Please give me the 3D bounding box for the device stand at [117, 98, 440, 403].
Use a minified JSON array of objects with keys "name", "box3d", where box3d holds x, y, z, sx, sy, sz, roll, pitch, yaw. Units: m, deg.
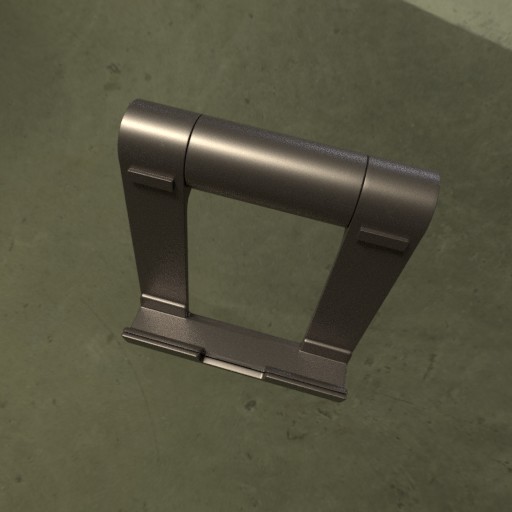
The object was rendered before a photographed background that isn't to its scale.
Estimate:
[{"name":"device stand","box3d":[0.000,0.000,0.153,0.088,0.084,0.079,15,75,4]}]
